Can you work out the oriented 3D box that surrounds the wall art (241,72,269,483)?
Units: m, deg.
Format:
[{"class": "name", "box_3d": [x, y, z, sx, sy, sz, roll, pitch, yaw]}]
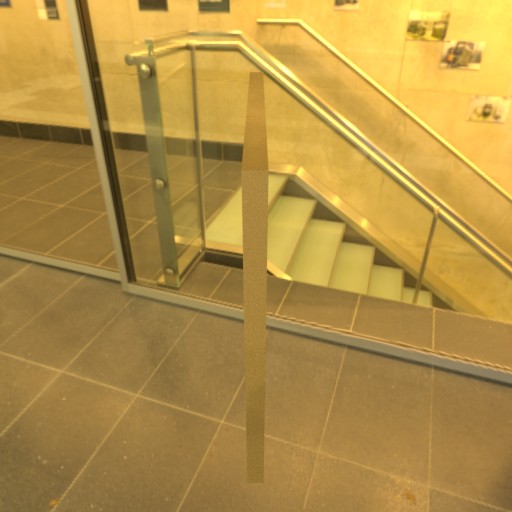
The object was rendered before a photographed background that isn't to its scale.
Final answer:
[{"class": "wall art", "box_3d": [0.000, 0.000, 1.146, 0.038, 0.762, 0.762, 0, 32, 0]}]
